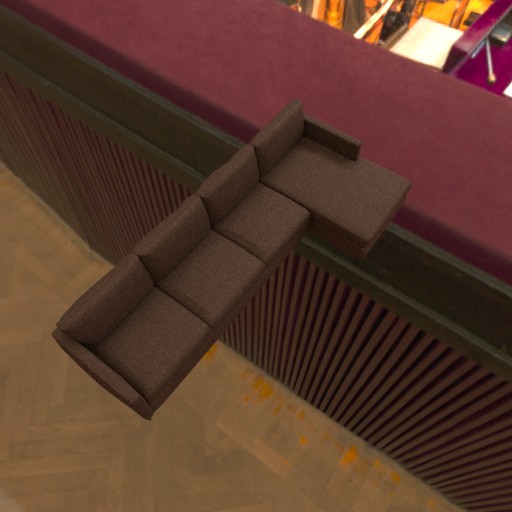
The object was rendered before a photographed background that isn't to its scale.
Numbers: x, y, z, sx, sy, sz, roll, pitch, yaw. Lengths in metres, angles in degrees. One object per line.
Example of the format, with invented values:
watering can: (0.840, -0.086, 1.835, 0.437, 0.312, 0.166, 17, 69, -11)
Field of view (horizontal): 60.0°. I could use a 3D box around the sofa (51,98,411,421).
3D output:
sofa: (0.000, 0.000, 3.915, 1.483, 0.892, 3.221, 33, 64, 18)
